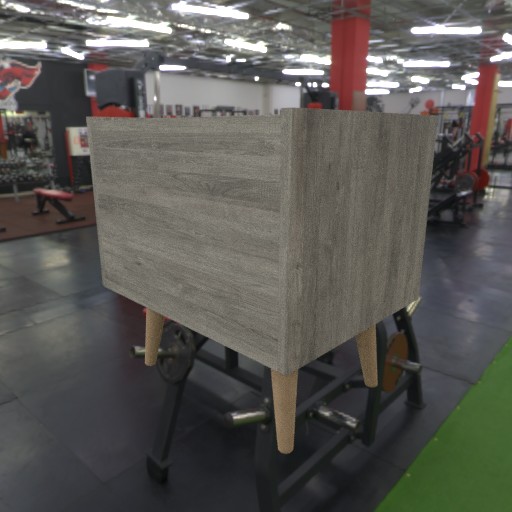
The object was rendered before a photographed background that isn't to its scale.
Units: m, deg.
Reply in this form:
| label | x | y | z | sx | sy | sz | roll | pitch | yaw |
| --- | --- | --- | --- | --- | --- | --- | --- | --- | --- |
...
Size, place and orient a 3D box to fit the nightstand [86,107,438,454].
| label | x | y | z | sx | sy | sz | roll | pitch | yaw |
| --- | --- | --- | --- | --- | --- | --- | --- | --- | --- |
| nightstand | 0.000 | 0.000 | 0.831 | 0.480 | 0.500 | 0.380 | 15 | 22 | 42 |
